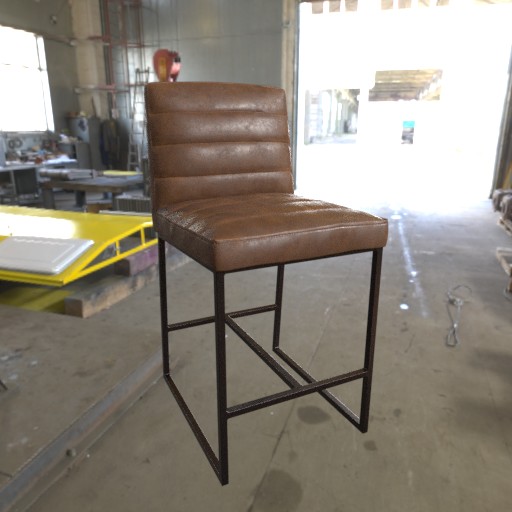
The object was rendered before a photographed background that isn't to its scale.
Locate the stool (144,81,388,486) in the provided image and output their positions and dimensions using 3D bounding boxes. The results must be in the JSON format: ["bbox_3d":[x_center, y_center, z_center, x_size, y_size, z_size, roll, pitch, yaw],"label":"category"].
[{"bbox_3d":[0.000,0.000,1.232,0.463,0.942,0.562,-8,18,-25],"label":"stool"}]
